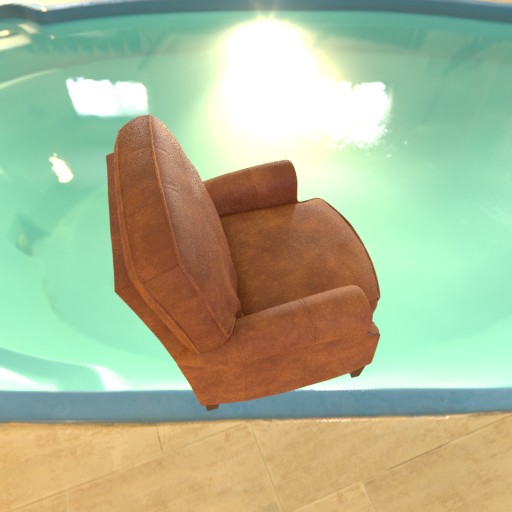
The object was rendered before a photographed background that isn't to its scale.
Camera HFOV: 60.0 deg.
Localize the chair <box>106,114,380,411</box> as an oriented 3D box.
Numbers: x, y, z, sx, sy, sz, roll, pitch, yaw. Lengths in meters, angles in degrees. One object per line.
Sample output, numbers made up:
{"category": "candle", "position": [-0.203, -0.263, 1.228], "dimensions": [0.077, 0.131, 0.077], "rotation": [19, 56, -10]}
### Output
{"category": "chair", "position": [0.000, 0.000, 1.771], "dimensions": [0.986, 1.018, 0.936], "rotation": [-11, 48, -10]}
